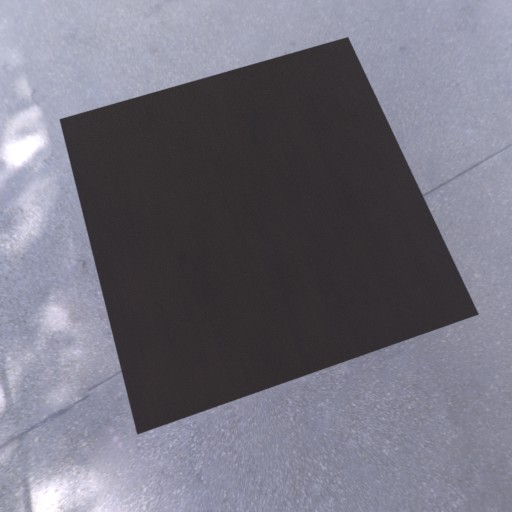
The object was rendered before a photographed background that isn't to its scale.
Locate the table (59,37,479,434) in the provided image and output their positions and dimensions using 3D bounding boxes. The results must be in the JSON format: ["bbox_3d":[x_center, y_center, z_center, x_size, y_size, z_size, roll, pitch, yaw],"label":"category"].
[{"bbox_3d":[0.000,0.000,1.376,0.749,0.770,0.749,-18,75,-5],"label":"table"}]
